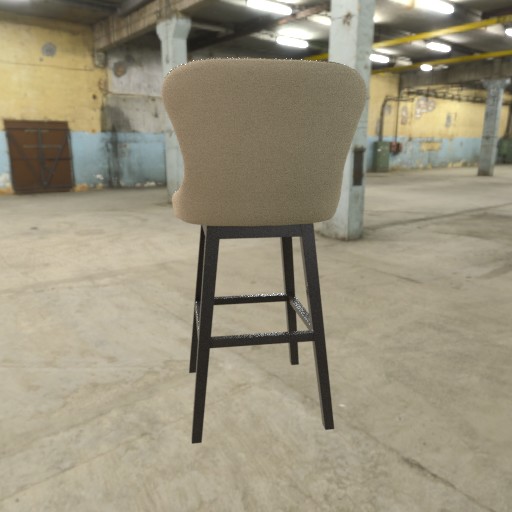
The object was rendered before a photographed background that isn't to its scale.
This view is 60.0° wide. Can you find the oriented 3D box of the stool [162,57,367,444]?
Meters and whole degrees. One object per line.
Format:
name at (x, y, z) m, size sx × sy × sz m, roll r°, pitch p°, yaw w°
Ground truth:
stool at (0.000, 0.000, 1.409) m, size 0.528 × 1.066 × 0.605 m, roll -2°, pitch 14°, yaw -9°
